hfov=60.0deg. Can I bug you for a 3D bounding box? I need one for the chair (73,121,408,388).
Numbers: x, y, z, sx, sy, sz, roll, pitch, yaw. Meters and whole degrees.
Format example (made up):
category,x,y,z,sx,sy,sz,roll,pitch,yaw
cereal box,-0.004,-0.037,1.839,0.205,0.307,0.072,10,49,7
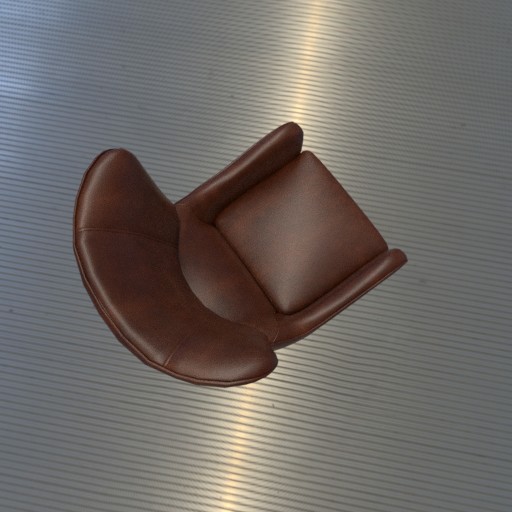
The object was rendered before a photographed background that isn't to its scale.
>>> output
category,x,y,z,sx,sy,sz,roll,pitch,yaw
chair,0.000,0.000,1.582,0.914,1.048,0.692,-35,78,-8
